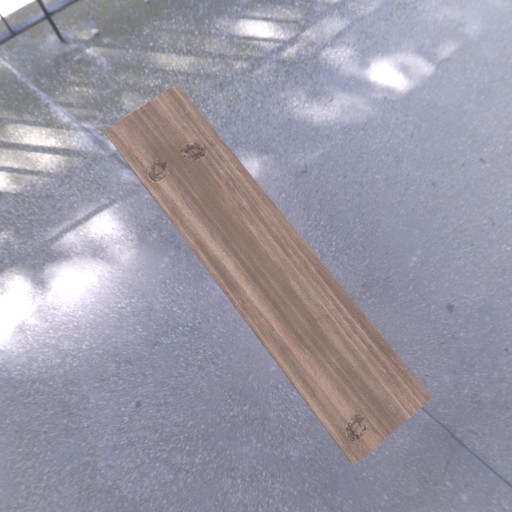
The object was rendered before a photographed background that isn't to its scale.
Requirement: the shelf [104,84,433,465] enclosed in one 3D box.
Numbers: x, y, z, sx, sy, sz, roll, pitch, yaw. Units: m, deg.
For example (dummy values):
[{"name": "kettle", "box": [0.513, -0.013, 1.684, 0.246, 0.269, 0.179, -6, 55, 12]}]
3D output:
[{"name": "shelf", "box": [0.000, 0.000, 0.658, 0.140, 0.020, 0.610, -36, 79, -8]}]
